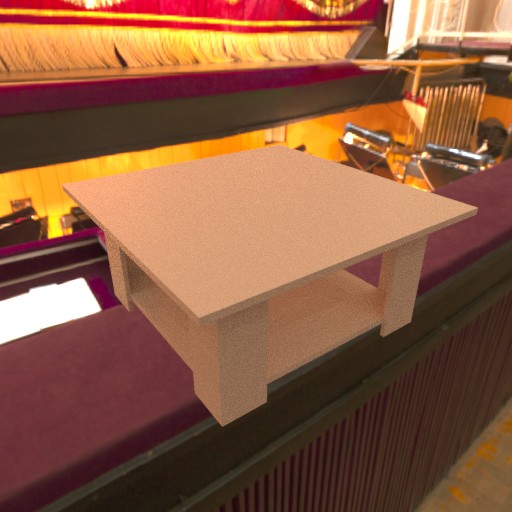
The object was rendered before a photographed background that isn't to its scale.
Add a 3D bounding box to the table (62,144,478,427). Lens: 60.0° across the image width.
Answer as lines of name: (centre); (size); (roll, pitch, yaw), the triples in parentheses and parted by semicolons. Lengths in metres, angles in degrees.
table: (0.000, 0.000, 1.072); (0.670, 0.305, 0.670); (-19, 33, -31)
